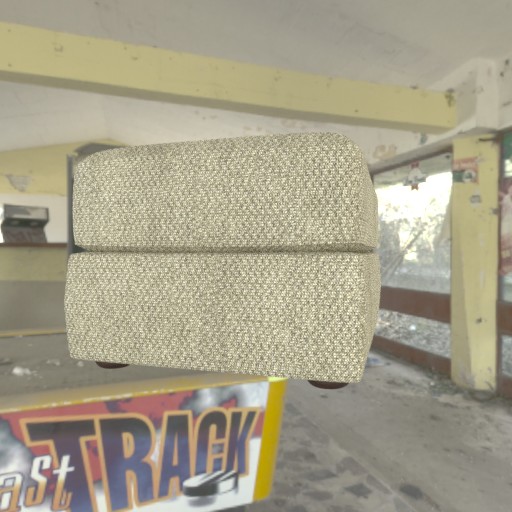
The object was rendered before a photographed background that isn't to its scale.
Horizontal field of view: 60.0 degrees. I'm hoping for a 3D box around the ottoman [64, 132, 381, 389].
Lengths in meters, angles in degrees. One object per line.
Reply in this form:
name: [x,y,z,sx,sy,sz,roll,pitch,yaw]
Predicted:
ottoman: [0.000,0.000,1.151,0.603,0.476,0.751,0,1,18]
